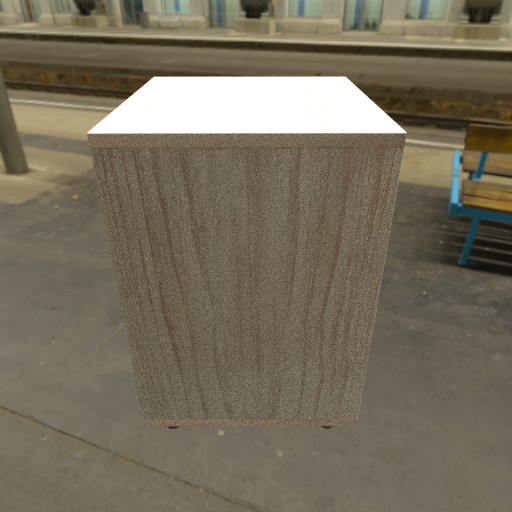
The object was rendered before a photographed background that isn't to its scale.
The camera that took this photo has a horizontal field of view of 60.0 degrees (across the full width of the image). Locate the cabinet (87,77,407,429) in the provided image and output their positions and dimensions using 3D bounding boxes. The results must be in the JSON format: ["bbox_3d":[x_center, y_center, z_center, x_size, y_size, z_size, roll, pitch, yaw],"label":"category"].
[{"bbox_3d":[0.000,0.000,0.846,0.401,0.579,0.409,0,31,0],"label":"cabinet"}]
